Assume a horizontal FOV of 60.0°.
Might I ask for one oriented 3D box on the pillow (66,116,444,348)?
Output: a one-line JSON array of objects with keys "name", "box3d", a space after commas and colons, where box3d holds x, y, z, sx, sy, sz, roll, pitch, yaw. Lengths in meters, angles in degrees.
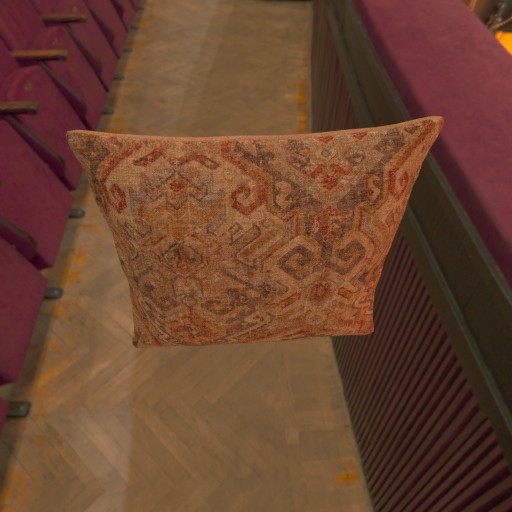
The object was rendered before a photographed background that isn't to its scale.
[{"name": "pillow", "box3d": [0.000, 0.000, 0.778, 0.523, 0.506, 0.166, -3, 46, -3]}]
